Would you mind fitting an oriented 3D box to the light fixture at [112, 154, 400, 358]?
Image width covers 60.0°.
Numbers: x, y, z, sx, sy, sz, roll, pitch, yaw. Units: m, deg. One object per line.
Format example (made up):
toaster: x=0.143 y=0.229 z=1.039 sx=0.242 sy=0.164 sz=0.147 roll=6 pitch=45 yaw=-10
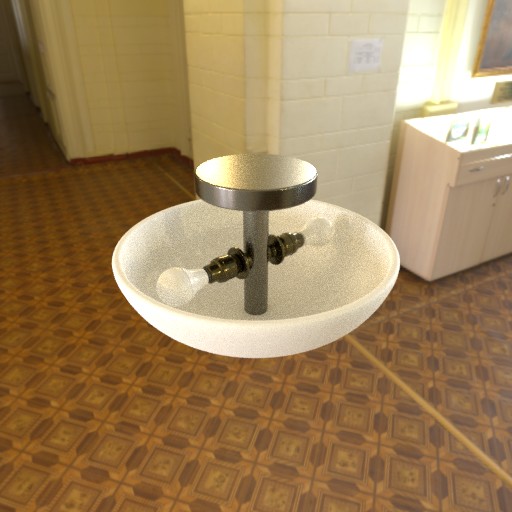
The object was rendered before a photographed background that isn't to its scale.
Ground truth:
light fixture: x=0.000 y=0.000 z=0.536 sx=0.330 sy=0.214 sz=0.330 roll=0 pitch=28 yaw=0
